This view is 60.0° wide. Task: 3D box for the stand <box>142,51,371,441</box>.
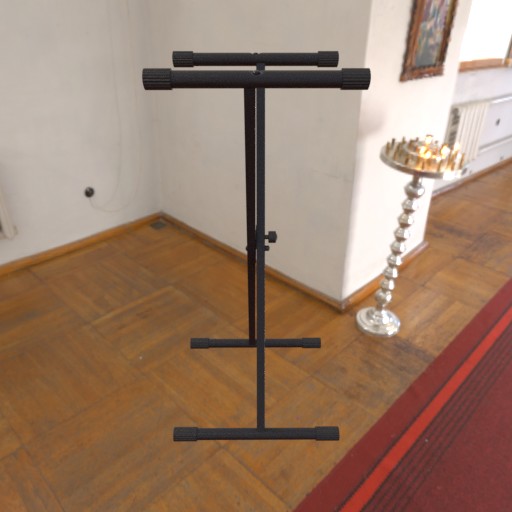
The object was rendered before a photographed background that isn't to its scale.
[{"bbox_3d":[0.000,0.000,1.148,0.449,0.940,0.409,0,30,0],"label":"stand"}]
